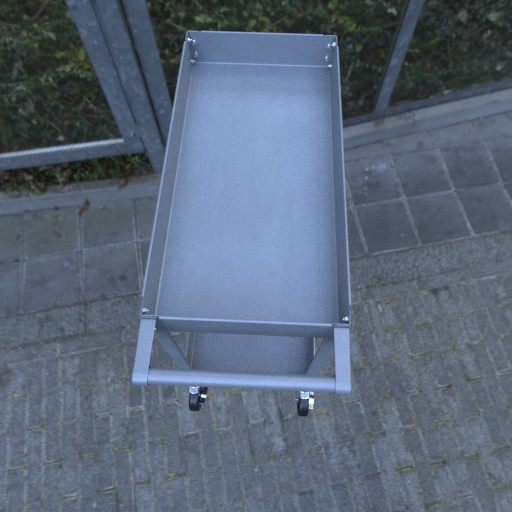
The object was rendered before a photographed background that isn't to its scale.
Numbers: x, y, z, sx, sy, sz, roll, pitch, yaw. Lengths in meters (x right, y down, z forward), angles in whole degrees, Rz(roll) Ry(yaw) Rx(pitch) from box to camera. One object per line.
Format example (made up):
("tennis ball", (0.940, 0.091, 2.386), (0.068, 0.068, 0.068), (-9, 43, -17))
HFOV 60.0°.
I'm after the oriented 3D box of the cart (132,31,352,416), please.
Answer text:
("cart", (0.000, 0.000, 1.145), (0.366, 0.719, 0.779), (2, 64, 1))
